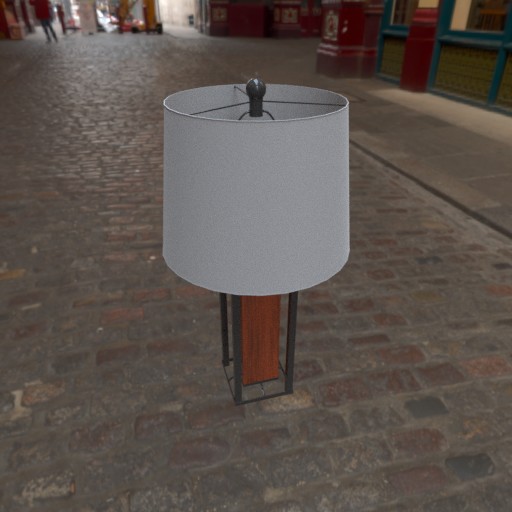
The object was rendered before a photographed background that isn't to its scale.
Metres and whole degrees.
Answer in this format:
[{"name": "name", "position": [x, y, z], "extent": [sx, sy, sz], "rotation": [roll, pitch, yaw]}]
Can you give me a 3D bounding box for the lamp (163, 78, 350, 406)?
[{"name": "lamp", "position": [0.000, 0.000, 0.784], "extent": [0.320, 0.591, 0.320], "rotation": [0, 30, 0]}]
